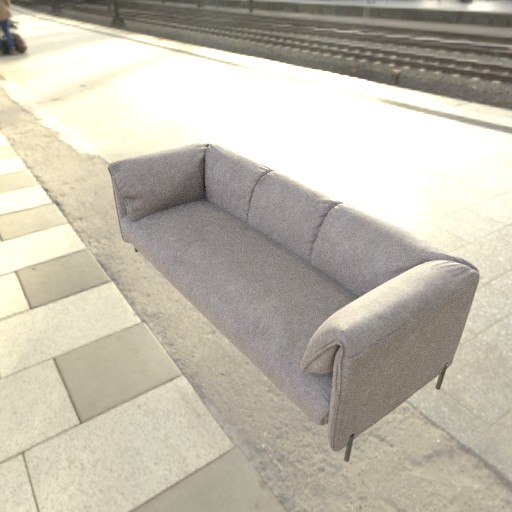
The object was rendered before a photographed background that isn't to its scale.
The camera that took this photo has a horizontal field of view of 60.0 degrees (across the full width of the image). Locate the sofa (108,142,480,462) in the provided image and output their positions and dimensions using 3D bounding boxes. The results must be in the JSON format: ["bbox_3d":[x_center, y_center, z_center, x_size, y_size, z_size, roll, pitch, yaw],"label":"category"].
[{"bbox_3d":[0.000,0.000,2.643,0.899,0.758,2.238,-22,38,-31],"label":"sofa"}]
